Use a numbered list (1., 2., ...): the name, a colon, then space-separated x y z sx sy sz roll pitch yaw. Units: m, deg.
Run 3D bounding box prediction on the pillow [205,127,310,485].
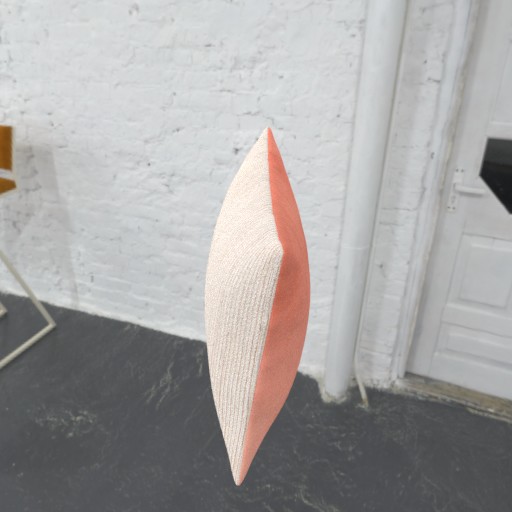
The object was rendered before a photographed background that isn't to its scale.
1. pillow: 0.000 0.000 0.727 0.155 0.307 0.608 0 26 0
